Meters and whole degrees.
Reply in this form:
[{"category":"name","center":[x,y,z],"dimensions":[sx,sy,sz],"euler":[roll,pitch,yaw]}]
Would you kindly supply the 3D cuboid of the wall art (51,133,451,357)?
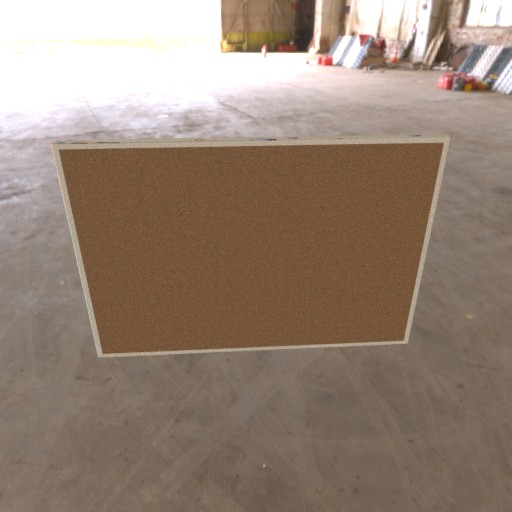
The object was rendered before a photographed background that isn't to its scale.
[{"category":"wall art","center":[0.000,0.000,1.454],"dimensions":[1.136,0.769,0.040],"euler":[-2,29,-3]}]
